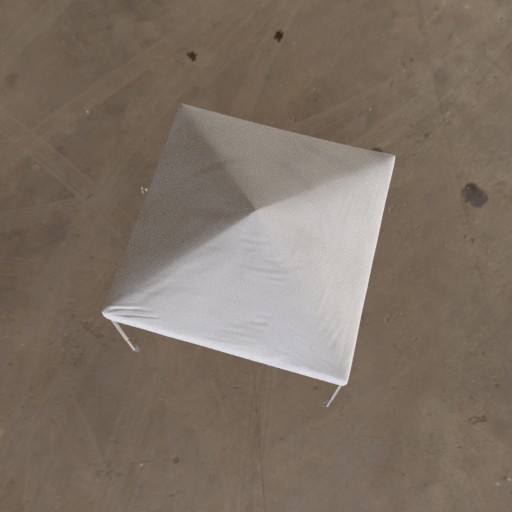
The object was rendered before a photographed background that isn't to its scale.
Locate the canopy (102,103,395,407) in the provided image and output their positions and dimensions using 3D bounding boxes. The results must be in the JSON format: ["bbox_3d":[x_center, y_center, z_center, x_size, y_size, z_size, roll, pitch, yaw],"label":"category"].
[{"bbox_3d":[0.000,0.000,5.223,2.849,2.849,2.848,15,74,4],"label":"canopy"}]
